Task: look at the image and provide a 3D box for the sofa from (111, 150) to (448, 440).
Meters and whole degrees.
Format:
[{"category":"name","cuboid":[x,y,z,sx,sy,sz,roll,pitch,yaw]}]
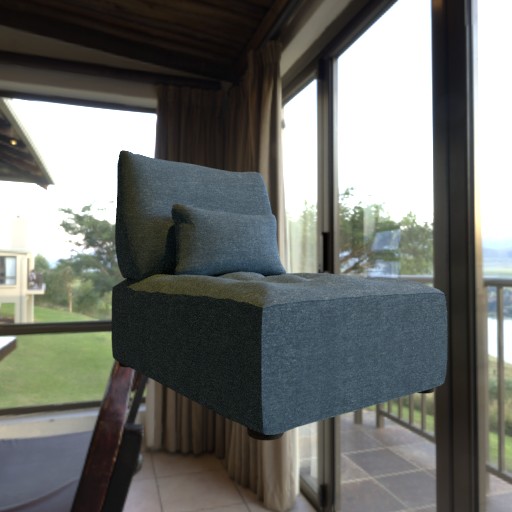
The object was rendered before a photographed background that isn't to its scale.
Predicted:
[{"category":"sofa","cuboid":[0.000,0.000,1.536,0.700,0.820,1.000,1,-1,-36]}]
